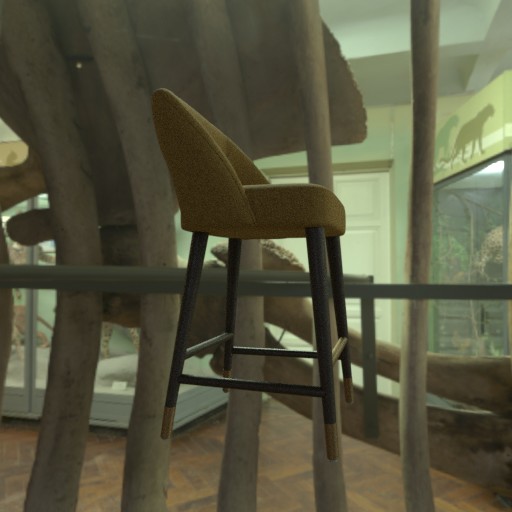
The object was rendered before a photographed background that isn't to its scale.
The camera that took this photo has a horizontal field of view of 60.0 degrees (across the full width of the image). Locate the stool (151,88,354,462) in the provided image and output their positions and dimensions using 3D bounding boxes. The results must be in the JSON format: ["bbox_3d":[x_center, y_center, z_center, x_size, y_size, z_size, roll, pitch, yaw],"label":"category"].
[{"bbox_3d":[0.000,0.000,1.291,0.522,0.939,0.536,0,-1,17],"label":"stool"}]
